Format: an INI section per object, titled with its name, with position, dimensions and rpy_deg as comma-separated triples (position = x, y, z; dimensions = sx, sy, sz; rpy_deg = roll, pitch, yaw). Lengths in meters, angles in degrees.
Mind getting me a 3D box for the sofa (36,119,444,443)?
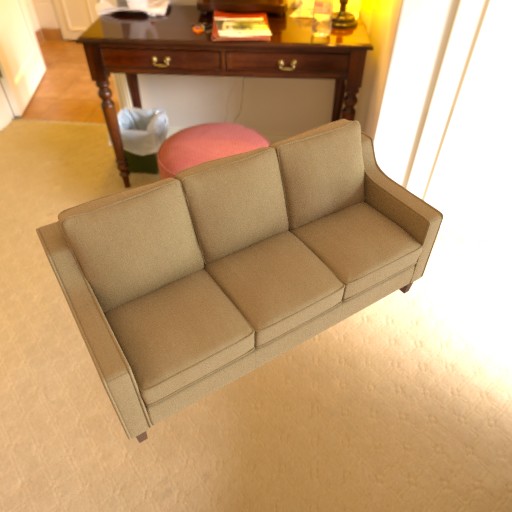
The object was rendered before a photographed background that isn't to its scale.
[sofa]
position = 0.000, 0.000, 2.504
dimensions = 1.986, 0.974, 0.911
rpy_deg = -24, 49, -23
